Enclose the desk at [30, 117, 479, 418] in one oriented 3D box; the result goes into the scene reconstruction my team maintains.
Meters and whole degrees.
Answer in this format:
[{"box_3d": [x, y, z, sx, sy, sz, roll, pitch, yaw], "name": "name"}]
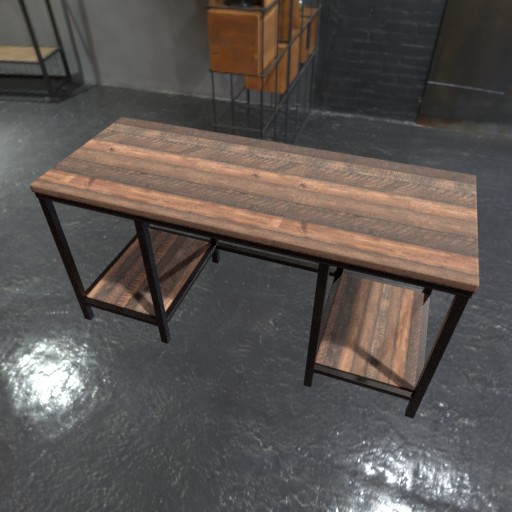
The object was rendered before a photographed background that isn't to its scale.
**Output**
[{"box_3d": [0.000, 0.000, 1.894, 1.538, 0.753, 0.617, 13, 43, 15], "name": "desk"}]
